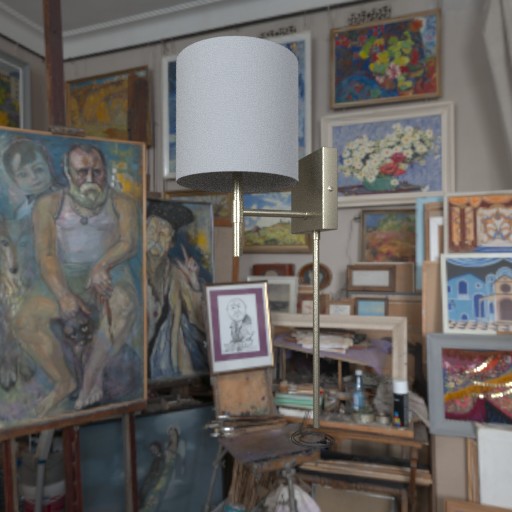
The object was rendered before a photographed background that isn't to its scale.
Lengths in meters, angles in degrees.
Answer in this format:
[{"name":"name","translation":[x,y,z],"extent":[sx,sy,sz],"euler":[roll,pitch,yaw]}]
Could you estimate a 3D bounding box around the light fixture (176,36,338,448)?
[{"name":"light fixture","translation":[0.000,0.000,0.695],"extent":[0.248,0.589,0.188],"euler":[0,-1,-18]}]
